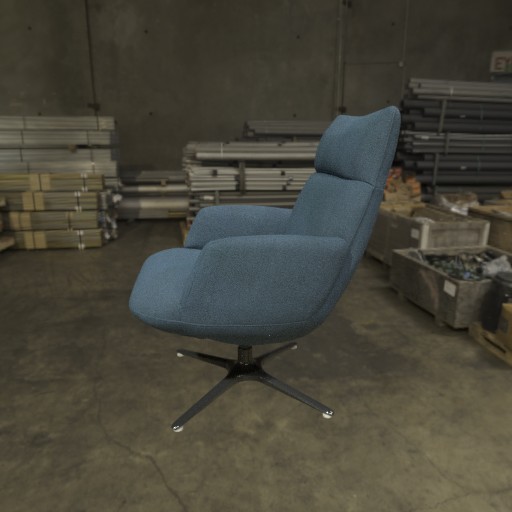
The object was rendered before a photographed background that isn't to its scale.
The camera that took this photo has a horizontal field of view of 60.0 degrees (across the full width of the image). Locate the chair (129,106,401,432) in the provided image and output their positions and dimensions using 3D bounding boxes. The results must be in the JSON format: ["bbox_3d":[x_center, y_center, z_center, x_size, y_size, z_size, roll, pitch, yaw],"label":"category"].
[{"bbox_3d":[0.000,0.000,1.621,0.889,1.016,0.711,-2,15,-8],"label":"chair"}]
